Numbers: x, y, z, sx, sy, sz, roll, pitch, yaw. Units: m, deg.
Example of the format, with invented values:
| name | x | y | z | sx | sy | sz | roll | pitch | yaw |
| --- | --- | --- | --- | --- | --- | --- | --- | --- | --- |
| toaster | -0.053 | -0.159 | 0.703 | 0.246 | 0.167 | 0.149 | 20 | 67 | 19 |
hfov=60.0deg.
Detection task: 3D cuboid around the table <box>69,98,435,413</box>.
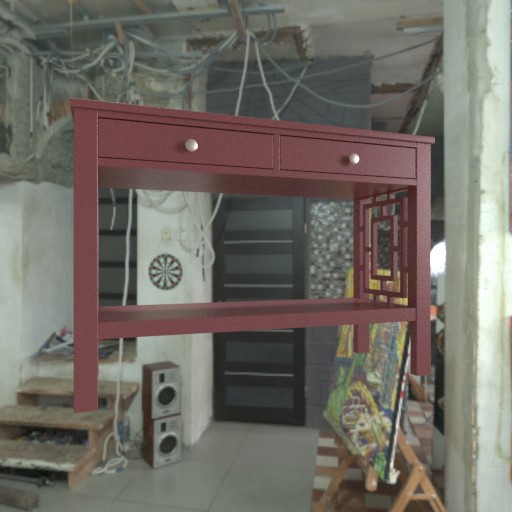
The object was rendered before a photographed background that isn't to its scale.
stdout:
| name | x | y | z | sx | sy | sz | roll | pitch | yaw |
| --- | --- | --- | --- | --- | --- | --- | --- | --- | --- |
| table | 0.000 | 0.000 | 1.404 | 1.068 | 0.753 | 0.397 | 0 | 0 | -19 |
